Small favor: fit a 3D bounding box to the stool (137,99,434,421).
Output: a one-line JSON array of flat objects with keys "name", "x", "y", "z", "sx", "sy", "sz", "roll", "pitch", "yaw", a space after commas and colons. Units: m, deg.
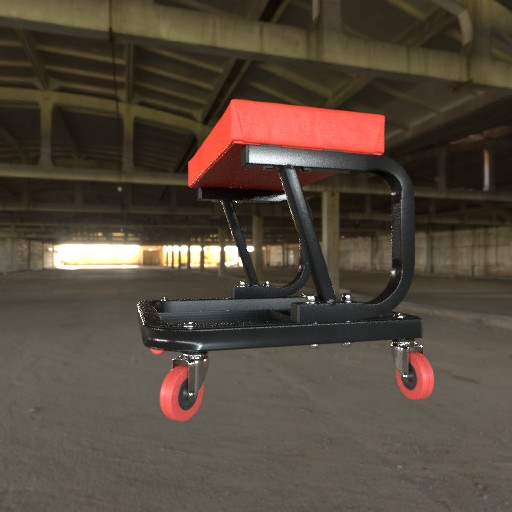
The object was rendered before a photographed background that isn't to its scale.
[{"name": "stool", "x": 0.000, "y": 0.000, "z": 0.728, "sx": 0.371, "sy": 0.380, "sz": 0.446, "roll": 0, "pitch": 0, "yaw": -17}]
